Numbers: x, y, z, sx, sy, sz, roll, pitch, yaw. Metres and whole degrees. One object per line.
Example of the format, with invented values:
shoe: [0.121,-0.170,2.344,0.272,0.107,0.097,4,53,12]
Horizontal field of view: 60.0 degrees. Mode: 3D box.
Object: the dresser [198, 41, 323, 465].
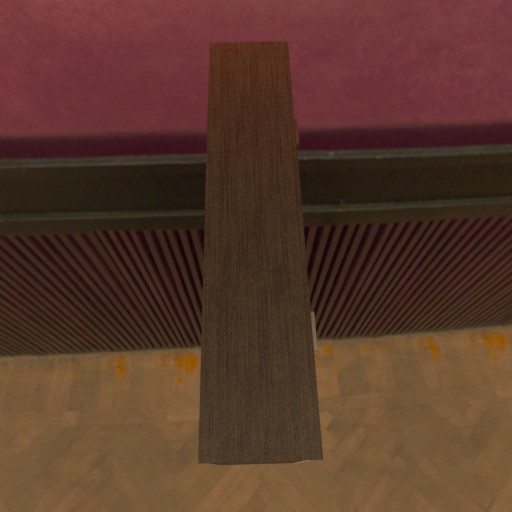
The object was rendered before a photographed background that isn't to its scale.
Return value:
dresser: [0.000,0.000,1.808,0.333,0.790,1.535,-1,64,-1]
